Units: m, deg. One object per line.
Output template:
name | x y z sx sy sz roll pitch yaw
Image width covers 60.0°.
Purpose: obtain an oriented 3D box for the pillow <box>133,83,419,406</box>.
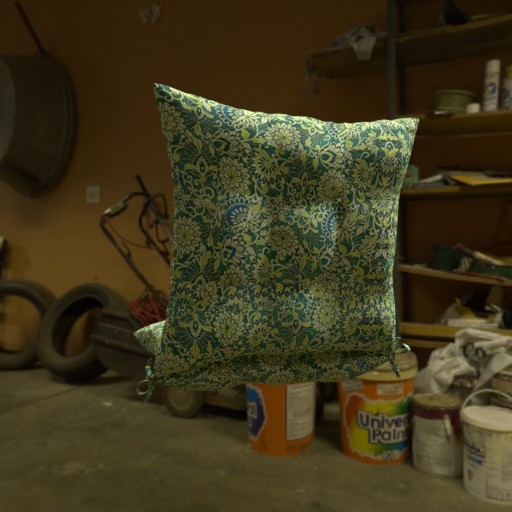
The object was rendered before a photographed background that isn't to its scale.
pillow | 0.000 0.000 1.002 0.541 0.536 0.585 0 0 -19
